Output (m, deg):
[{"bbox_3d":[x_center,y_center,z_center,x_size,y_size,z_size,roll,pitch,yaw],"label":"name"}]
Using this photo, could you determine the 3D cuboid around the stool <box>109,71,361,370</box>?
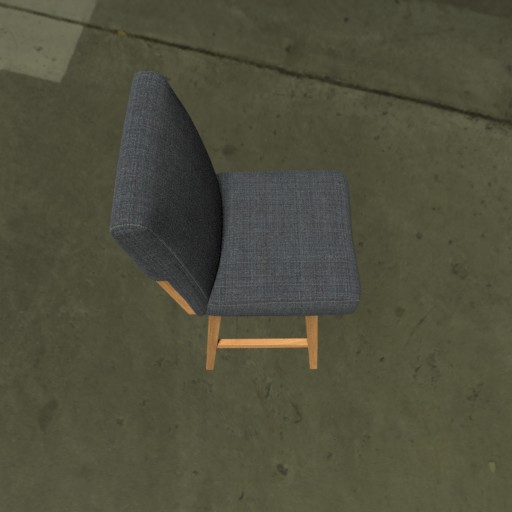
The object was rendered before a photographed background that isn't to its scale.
[{"bbox_3d":[0.000,0.000,1.401,0.570,1.112,0.483,0,64,0],"label":"stool"}]
